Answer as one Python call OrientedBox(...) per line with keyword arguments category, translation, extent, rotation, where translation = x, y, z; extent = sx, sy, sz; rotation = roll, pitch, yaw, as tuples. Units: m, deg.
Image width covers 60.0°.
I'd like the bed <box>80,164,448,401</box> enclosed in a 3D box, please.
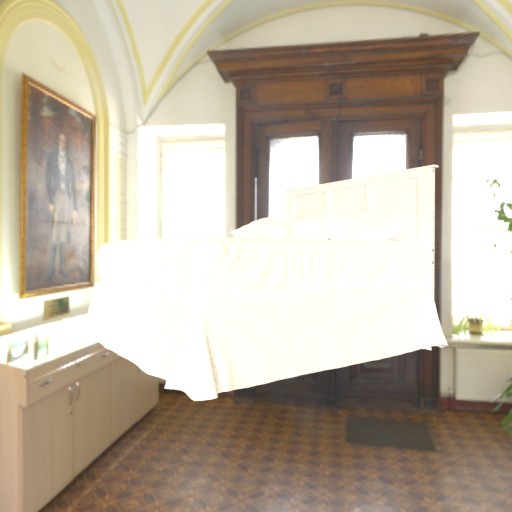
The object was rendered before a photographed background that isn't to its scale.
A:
OrientedBox(category="bed", translation=(0.000, 0.000, 3.205), extent=(2.047, 1.269, 1.876), rotation=(-1, 1, -36))
